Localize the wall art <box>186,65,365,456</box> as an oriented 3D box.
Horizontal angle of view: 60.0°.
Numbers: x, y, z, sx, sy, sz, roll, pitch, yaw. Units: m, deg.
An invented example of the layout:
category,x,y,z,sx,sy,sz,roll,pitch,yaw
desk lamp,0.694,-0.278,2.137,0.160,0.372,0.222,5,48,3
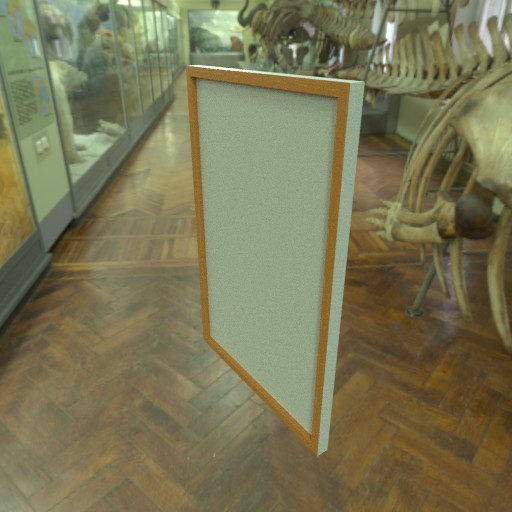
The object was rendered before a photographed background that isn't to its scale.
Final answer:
category,x,y,z,sx,sy,sz,roll,pitch,yaw
wall art,0.000,0.000,0.790,0.025,0.608,0.405,-17,31,-31
